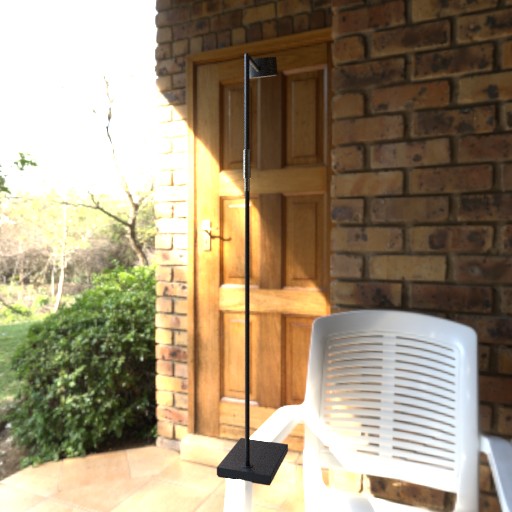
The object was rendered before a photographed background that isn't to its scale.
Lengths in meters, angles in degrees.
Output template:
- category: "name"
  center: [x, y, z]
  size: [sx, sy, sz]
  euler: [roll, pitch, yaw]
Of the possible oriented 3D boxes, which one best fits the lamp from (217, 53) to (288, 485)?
- category: "lamp"
  center: [0.000, 0.000, 1.700]
  size: [0.203, 1.600, 0.304]
  euler: [0, 1, 18]
